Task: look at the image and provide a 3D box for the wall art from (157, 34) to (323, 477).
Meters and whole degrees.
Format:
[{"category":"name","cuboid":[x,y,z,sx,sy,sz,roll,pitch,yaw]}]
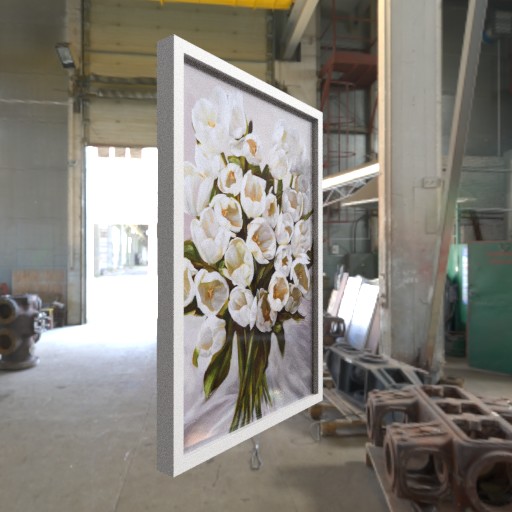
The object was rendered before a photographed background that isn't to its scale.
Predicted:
[{"category":"wall art","cuboid":[0.000,0.000,0.551,0.025,0.428,0.293,0,0,38]}]
